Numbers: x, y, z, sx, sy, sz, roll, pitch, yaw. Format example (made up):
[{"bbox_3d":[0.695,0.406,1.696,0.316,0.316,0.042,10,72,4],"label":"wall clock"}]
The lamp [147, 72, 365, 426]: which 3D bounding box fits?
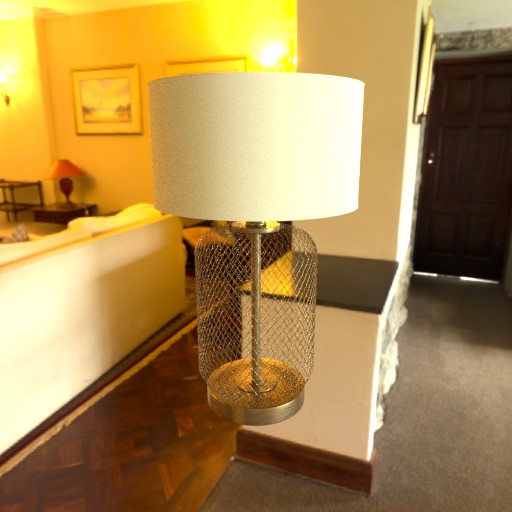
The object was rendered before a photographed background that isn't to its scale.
[{"bbox_3d":[0.000,0.000,0.809,0.353,0.578,0.353,0,15,0],"label":"lamp"}]
